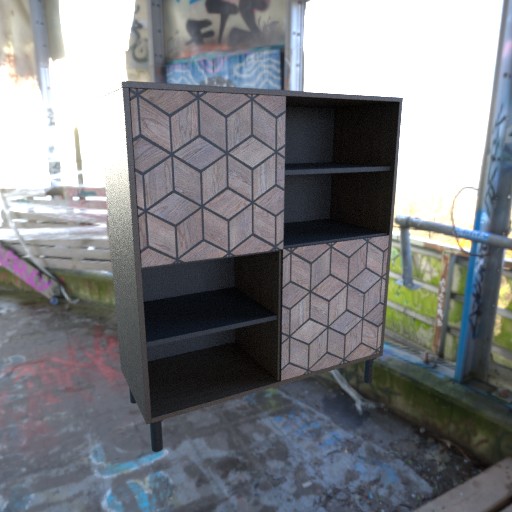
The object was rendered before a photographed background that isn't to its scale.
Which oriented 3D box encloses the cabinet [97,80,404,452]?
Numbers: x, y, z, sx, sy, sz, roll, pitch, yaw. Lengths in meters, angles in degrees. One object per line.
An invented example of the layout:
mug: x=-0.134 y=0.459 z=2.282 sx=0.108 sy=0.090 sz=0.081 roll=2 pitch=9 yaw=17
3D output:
cabinet: x=0.000 y=0.000 z=1.712 sx=1.010 sy=1.170 sz=0.400 roll=-8 pitch=17 yaw=-27
